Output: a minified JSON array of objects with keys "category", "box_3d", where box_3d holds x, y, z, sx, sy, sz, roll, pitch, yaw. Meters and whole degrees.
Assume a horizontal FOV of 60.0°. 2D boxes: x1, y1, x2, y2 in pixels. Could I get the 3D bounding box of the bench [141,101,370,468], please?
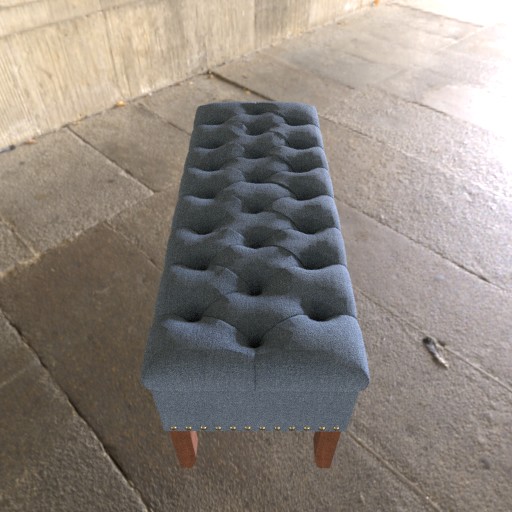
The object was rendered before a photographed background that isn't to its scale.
[{"category":"bench","box_3d":[0.000,0.000,1.298,0.417,0.492,1.052,0,44,0]}]
